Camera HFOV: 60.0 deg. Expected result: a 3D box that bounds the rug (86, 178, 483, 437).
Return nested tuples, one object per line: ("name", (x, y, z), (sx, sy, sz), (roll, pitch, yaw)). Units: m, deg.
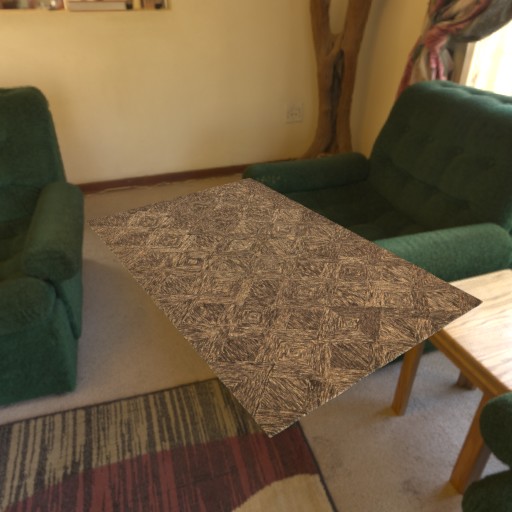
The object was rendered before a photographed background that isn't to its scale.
("rug", (0.000, 0.000, 2.294), (1.189, 0.011, 1.808), (-21, 37, -30))
